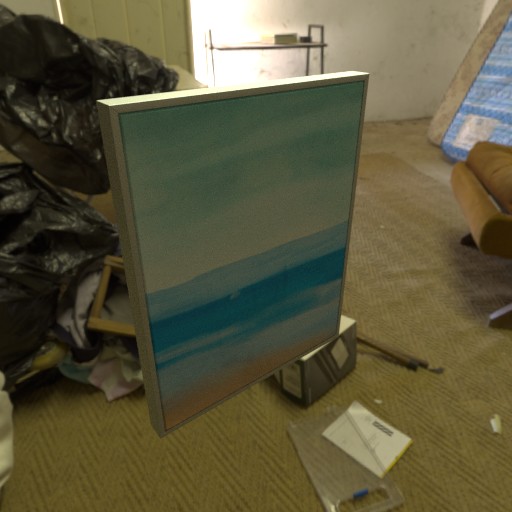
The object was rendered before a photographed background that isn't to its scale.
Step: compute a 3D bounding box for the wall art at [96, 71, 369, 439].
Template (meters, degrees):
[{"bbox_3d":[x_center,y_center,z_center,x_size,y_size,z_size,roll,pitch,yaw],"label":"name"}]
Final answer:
[{"bbox_3d":[0.000,0.000,0.760,0.445,0.553,0.039,-21,35,-32],"label":"wall art"}]
